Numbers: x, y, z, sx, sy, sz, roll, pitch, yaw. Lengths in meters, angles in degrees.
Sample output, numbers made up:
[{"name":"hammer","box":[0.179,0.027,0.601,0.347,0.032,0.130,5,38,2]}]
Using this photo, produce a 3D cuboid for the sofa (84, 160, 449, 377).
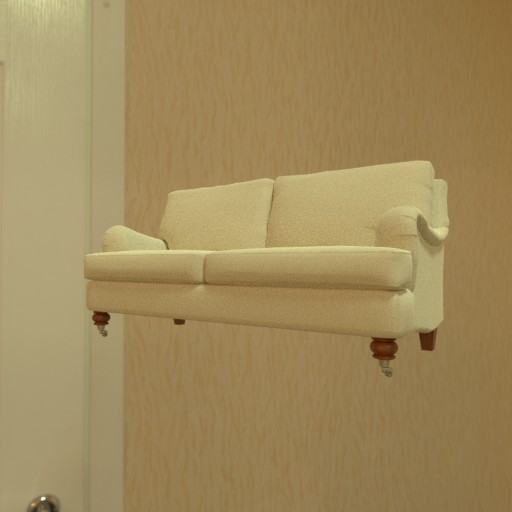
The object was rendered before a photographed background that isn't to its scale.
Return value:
[{"name":"sofa","box":[0.000,0.000,2.815,2.159,1.087,1.086,-1,-1,33]}]
